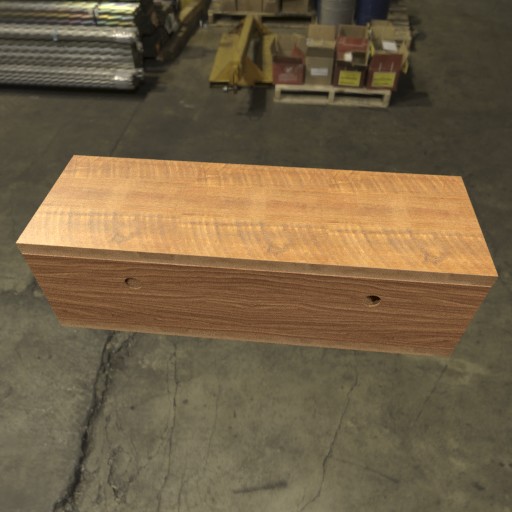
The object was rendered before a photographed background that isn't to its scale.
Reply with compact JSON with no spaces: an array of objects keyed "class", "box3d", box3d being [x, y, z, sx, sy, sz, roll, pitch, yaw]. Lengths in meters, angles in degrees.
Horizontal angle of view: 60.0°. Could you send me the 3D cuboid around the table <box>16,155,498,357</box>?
[{"class":"table","box3d":[0.000,0.000,1.717,1.499,0.491,0.499,4,47,4]}]
